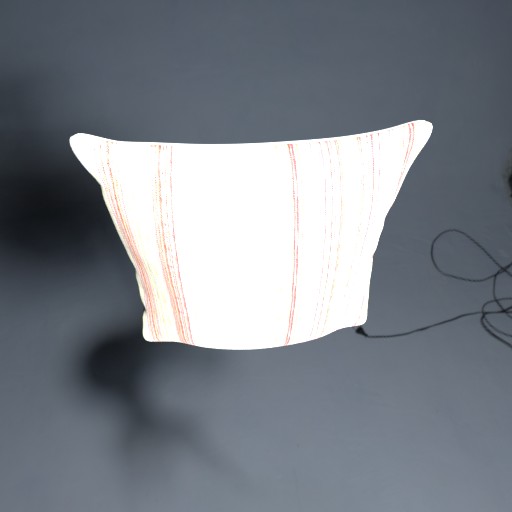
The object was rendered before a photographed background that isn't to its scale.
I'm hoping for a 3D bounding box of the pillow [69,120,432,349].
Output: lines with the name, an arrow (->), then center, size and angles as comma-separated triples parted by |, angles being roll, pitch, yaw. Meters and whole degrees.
pillow -> 0.000, 0.000, 0.702 | 0.451, 0.449, 0.191 | -4, 46, -3
